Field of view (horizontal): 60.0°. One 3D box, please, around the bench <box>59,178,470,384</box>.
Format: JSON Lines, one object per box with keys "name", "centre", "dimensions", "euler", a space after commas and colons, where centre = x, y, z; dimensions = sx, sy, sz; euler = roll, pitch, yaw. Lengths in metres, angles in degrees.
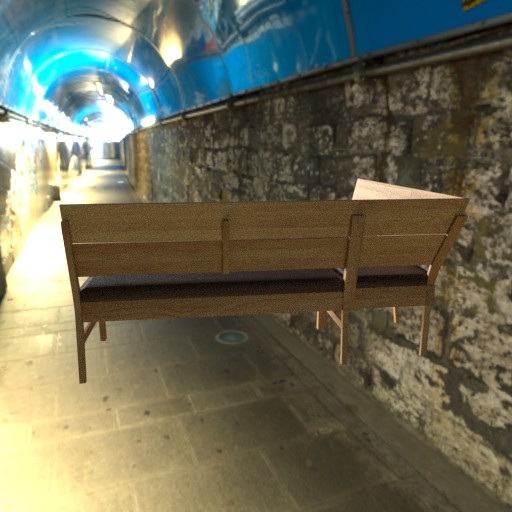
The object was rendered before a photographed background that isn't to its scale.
{"name": "bench", "centre": [0.000, 0.000, 2.908], "dimensions": [1.975, 0.890, 1.549], "euler": [-2, 14, -8]}
